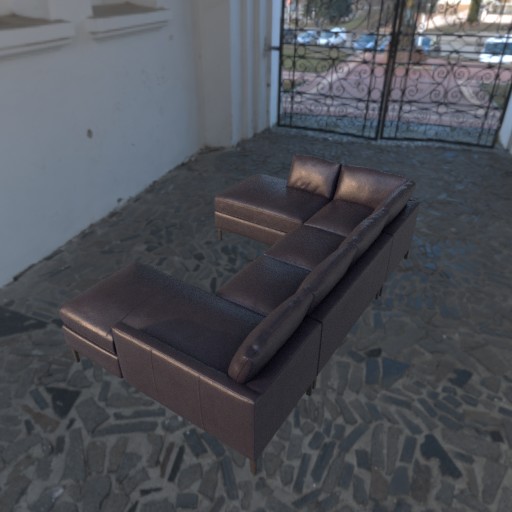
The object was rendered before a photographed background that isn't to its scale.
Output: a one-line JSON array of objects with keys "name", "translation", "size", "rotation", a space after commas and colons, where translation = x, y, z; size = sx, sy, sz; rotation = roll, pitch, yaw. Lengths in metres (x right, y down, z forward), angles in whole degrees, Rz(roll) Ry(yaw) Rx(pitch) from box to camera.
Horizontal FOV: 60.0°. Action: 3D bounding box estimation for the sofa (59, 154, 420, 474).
[{"name": "sofa", "translation": [0.000, 0.000, 3.833], "size": [1.939, 0.900, 2.956], "rotation": [19, 37, 28]}]
